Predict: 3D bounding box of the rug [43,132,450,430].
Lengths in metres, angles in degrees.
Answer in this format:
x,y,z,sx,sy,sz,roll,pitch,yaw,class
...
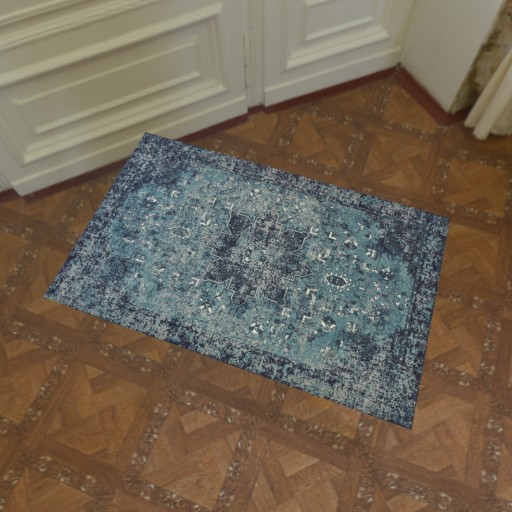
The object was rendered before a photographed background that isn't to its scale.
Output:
x,y,z,sx,sy,sz,roll,pitch,yaw,class
0.000,0.000,3.061,2.440,0.007,1.525,18,64,9,rug
